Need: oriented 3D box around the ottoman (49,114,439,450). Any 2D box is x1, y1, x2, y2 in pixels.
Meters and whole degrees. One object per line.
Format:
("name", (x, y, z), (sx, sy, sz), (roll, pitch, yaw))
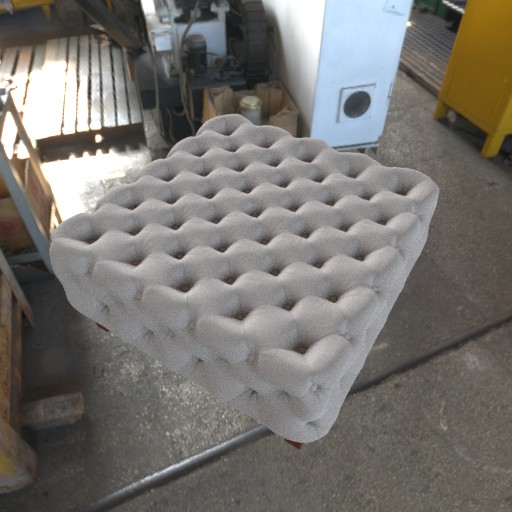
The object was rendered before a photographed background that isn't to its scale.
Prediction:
("ottoman", (0.000, 0.000, 1.215), (0.758, 0.365, 0.764), (24, 50, 22))
